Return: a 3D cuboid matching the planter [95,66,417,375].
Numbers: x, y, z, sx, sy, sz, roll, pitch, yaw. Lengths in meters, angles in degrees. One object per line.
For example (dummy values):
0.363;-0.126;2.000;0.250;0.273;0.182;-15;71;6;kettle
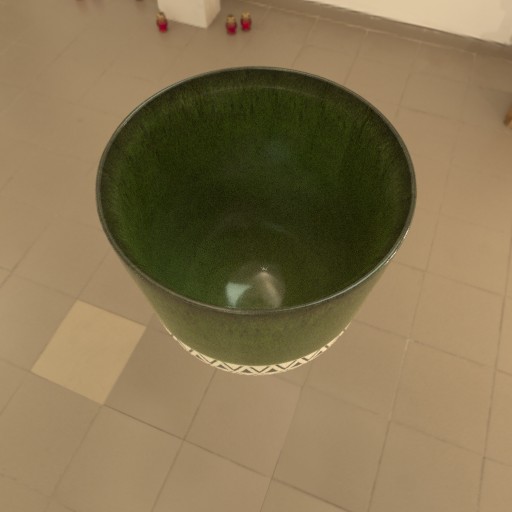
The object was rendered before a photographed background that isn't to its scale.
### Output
0.000;0.000;0.458;0.245;0.270;0.245;0;59;0;planter
